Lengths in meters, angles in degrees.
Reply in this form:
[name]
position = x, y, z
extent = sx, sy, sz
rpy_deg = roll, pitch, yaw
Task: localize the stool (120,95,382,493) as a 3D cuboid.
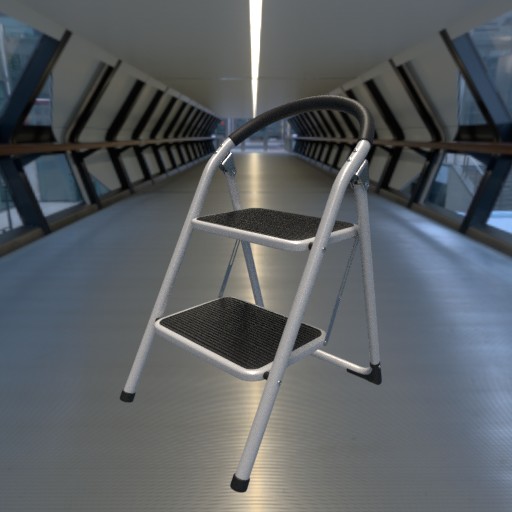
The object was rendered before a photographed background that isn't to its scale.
[stool]
position = 0.000, 0.000, 1.078
extent = 0.453, 0.760, 0.559
rpy_deg = 15, 22, 42
